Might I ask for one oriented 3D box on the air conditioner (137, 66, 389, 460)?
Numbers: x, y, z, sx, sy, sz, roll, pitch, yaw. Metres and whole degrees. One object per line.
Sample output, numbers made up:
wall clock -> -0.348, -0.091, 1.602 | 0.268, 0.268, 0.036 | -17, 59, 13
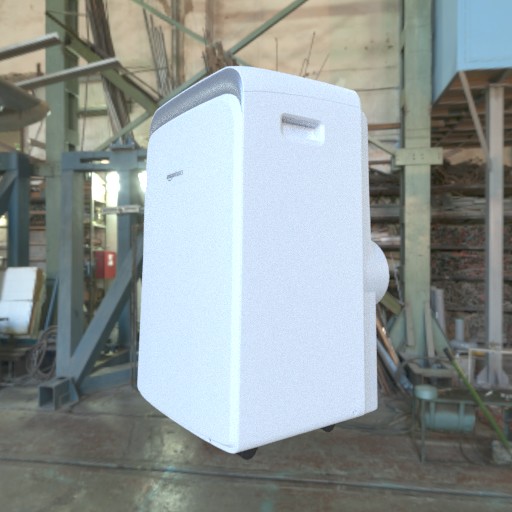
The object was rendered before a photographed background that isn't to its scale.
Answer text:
air conditioner -> 0.000, 0.000, 1.076 | 0.467, 0.765, 0.478 | 0, 0, -37
